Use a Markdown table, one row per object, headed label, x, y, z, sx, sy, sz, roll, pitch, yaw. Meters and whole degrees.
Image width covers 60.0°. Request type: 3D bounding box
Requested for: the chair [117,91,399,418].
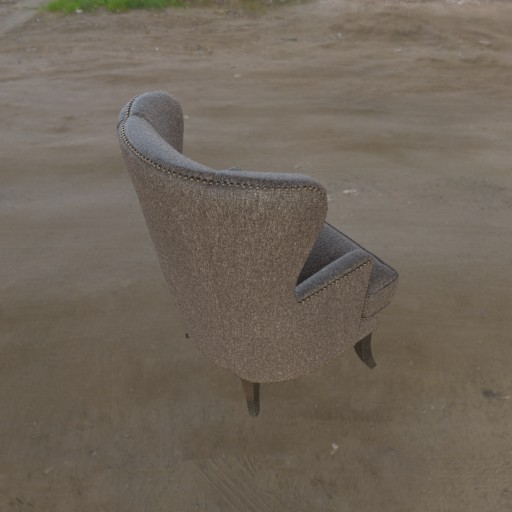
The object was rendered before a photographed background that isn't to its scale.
| label | x | y | z | sx | sy | sz | roll | pitch | yaw |
| --- | --- | --- | --- | --- | --- | --- | --- | --- | --- |
| chair | 0.000 | 0.000 | 1.588 | 0.758 | 1.060 | 0.759 | -27 | 47 | -28 |
